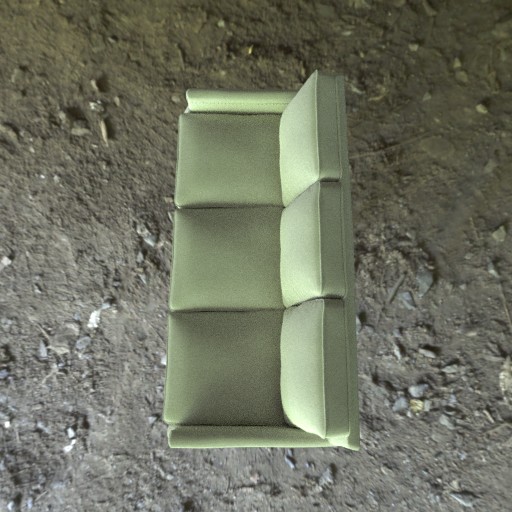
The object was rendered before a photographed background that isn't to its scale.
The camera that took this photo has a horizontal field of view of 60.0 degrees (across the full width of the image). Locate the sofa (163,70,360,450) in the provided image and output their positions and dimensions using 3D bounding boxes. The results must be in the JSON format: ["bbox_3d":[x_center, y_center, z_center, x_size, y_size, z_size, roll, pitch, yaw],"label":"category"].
[{"bbox_3d":[0.000,0.000,2.808,1.084,1.003,2.246,0,76,0],"label":"sofa"}]
